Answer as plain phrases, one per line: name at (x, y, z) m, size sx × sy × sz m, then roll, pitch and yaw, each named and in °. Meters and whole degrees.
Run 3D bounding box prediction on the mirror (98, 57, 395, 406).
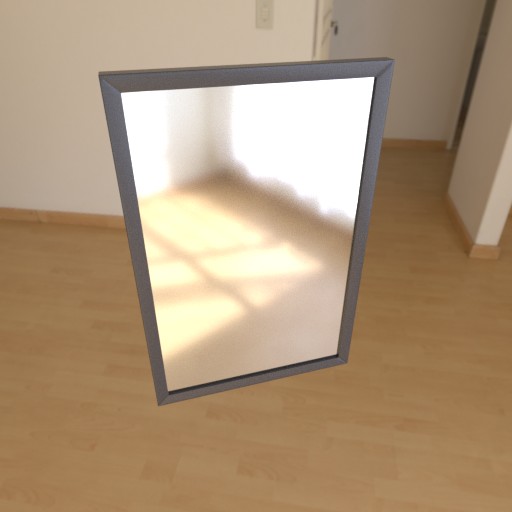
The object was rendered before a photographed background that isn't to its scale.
mirror at (0.000, 0.000, 1.140) m, size 0.609 × 0.915 × 0.040 m, roll -9°, pitch 34°, yaw -14°
